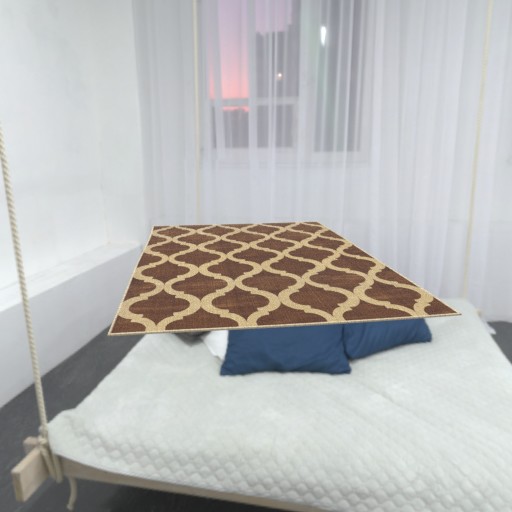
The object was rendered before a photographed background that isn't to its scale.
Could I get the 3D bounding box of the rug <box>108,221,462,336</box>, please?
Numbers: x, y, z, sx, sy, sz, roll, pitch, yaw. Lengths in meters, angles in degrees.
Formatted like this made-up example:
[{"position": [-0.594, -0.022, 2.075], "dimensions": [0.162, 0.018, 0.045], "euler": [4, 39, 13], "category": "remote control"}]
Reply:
[{"position": [0.000, 0.000, 2.935], "dimensions": [1.522, 0.008, 2.284], "euler": [-2, 15, -8], "category": "rug"}]
